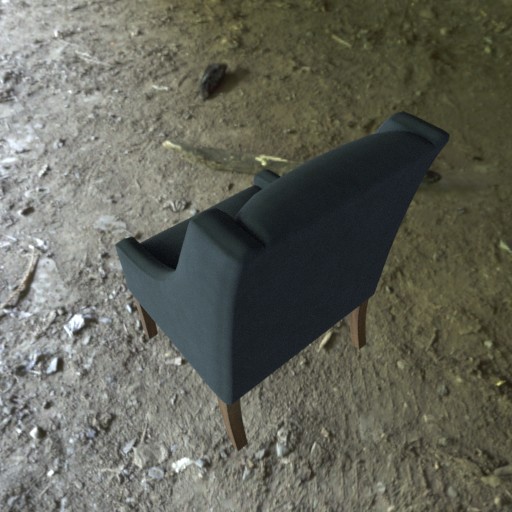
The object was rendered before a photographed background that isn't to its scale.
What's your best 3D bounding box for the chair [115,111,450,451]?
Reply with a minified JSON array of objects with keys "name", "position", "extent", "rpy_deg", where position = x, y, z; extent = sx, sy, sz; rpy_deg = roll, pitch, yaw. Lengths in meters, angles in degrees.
[{"name":"chair","position":[0.000,0.000,1.317],"extent":[0.629,0.895,0.629],"rpy_deg":[-31,54,-26]}]
